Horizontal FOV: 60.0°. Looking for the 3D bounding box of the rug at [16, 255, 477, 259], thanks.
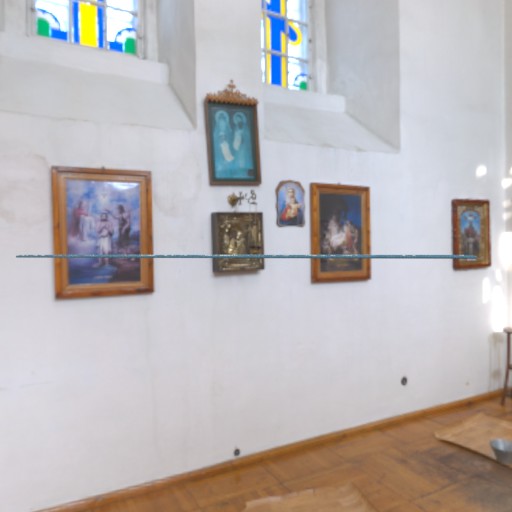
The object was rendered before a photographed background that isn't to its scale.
[{"bbox_3d":[0.000,0.000,3.378,2.746,0.018,1.816,0,0,17],"label":"rug"}]
